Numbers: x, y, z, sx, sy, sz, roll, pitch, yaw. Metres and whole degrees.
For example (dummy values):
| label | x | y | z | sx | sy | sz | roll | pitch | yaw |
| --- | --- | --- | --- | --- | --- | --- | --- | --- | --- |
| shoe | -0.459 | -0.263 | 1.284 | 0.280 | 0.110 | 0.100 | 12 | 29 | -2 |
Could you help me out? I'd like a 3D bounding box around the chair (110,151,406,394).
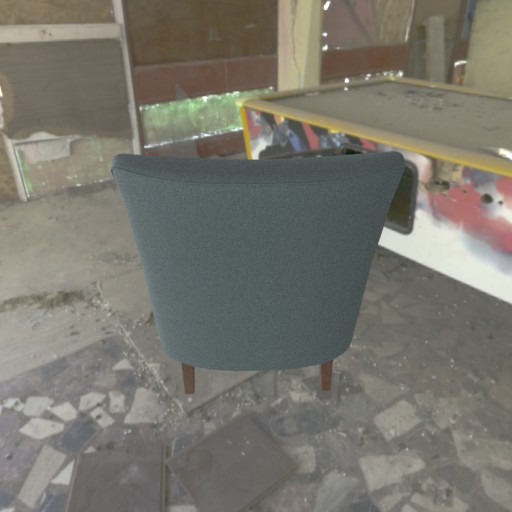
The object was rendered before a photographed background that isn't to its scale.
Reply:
| label | x | y | z | sx | sy | sz | roll | pitch | yaw |
| --- | --- | --- | --- | --- | --- | --- | --- | --- | --- |
| chair | 0.000 | 0.000 | 1.590 | 0.756 | 0.916 | 0.879 | -1 | 30 | -2 |
